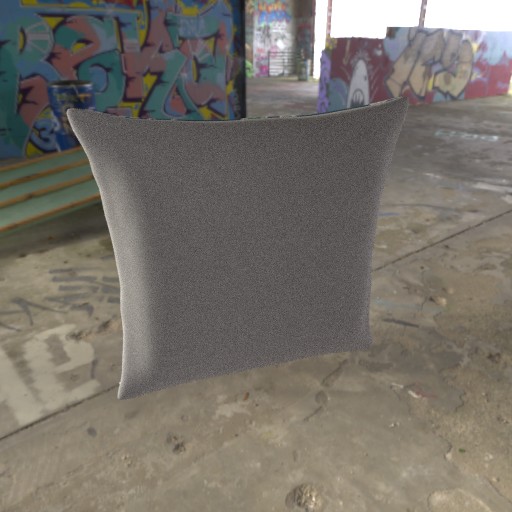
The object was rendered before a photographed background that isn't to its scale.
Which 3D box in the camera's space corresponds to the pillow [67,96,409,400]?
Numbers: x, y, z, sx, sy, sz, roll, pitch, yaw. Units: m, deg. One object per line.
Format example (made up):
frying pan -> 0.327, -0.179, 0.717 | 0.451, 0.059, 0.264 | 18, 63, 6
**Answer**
pillow -> 0.000, 0.000, 0.765 | 0.525, 0.508, 0.166 | -8, 27, -16
